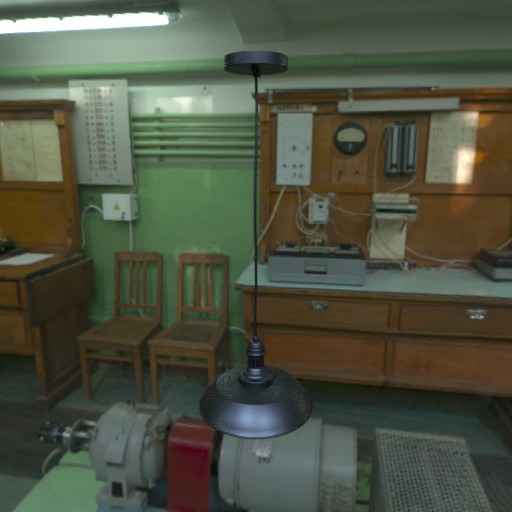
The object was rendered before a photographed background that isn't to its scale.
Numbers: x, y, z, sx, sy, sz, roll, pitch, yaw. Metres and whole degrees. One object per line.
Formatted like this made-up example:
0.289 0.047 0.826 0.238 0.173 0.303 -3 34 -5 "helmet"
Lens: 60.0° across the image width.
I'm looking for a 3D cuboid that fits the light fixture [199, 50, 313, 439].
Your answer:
0.000 0.000 1.195 0.331 0.993 0.331 2 13 8 "light fixture"
